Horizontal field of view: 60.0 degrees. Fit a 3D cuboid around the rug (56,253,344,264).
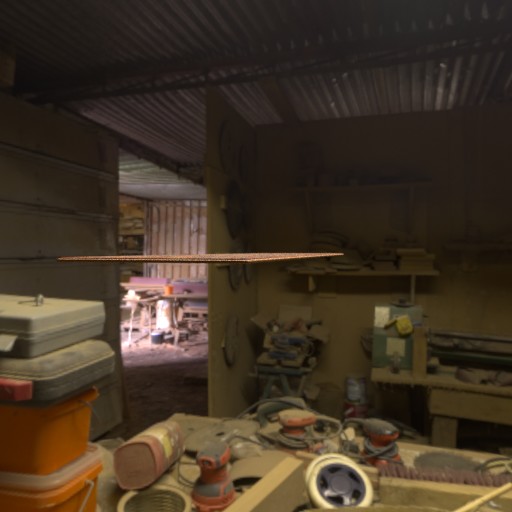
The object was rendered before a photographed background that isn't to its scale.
[{"bbox_3d":[0.000,0.000,1.984,0.556,0.013,1.820,0,1,18],"label":"rug"}]
